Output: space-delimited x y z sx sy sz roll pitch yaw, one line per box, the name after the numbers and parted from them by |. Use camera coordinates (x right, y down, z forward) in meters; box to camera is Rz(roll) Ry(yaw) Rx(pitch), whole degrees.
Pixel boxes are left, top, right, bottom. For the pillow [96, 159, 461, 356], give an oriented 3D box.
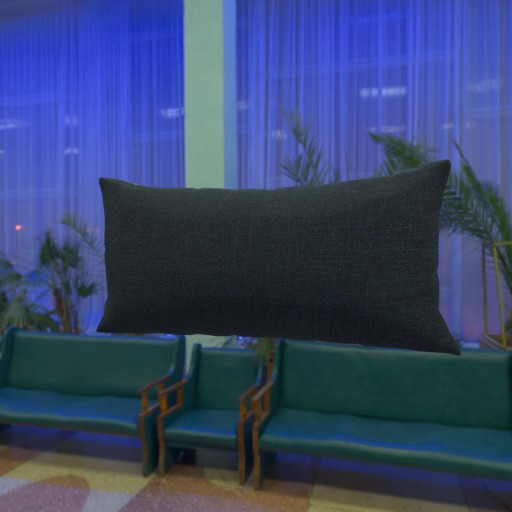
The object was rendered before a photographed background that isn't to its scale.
0.000 0.000 0.743 0.631 0.292 0.148 0 1 17 | pillow
